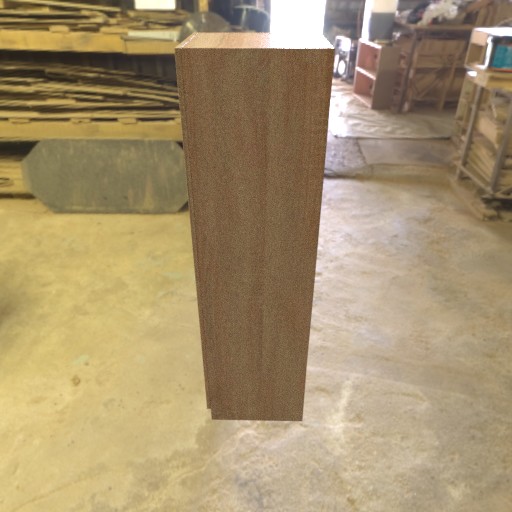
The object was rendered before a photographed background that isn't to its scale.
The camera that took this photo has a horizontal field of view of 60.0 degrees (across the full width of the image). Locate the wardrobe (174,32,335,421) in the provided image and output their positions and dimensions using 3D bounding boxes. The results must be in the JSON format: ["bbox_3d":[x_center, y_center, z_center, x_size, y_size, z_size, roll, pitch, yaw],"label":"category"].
[{"bbox_3d":[0.000,0.000,2.397,0.588,2.117,0.496,1,33,1],"label":"wardrobe"}]
